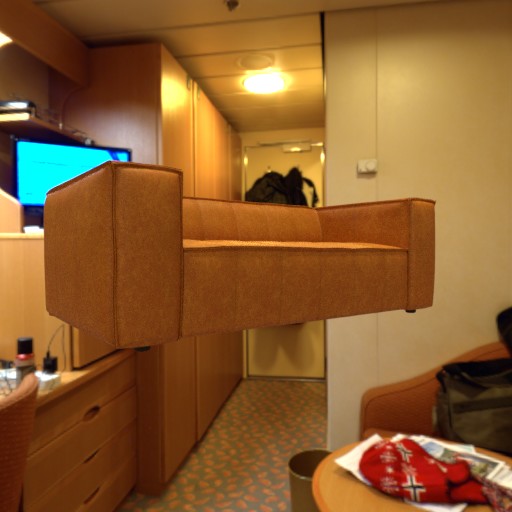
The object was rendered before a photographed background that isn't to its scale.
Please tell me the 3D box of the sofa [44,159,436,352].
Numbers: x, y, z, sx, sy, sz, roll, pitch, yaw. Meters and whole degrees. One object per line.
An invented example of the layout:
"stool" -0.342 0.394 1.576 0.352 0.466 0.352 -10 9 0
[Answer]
"sofa" 0.000 0.000 2.555 2.088 0.703 1.102 -1 1 -37
